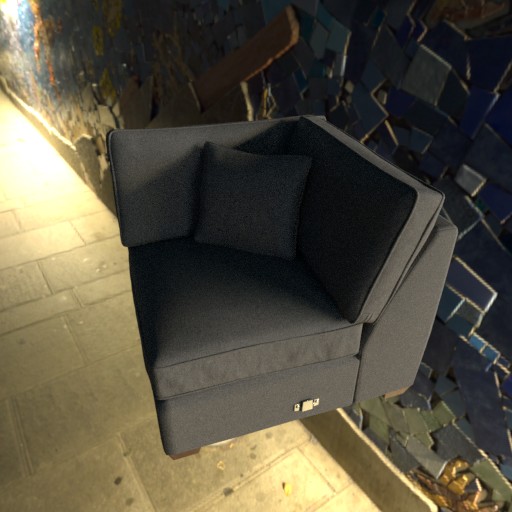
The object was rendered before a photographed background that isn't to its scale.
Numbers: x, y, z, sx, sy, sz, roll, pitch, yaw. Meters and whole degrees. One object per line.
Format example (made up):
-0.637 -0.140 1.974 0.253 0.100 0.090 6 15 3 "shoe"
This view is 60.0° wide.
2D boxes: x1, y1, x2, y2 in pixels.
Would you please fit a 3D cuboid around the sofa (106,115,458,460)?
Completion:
0.000 0.000 1.917 1.084 1.002 1.146 -10 34 -16 "sofa"
